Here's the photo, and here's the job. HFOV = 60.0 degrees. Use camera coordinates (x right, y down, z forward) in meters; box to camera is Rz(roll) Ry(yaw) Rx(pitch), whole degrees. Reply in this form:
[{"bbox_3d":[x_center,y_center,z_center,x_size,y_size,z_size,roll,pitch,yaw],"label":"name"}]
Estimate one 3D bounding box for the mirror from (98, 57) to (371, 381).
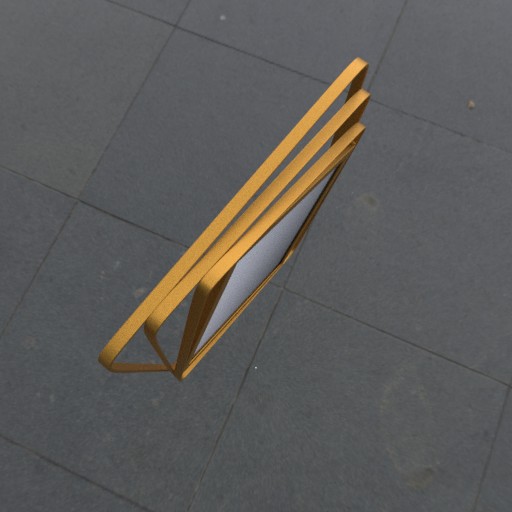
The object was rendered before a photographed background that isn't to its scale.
[{"bbox_3d":[0.000,0.000,0.697,0.045,0.468,0.470,38,79,9],"label":"mirror"}]
